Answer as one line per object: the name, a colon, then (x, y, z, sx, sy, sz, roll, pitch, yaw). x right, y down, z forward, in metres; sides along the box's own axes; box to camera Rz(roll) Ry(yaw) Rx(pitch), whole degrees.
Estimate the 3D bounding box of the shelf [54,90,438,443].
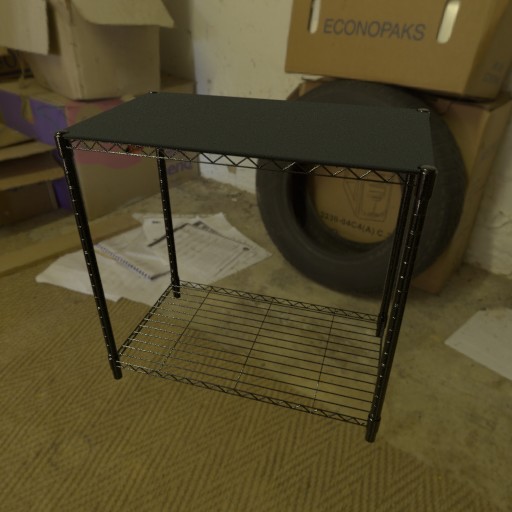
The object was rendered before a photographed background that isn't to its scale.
shelf: (0.000, 0.000, 0.924, 0.589, 0.564, 0.338, 9, 33, 14)
